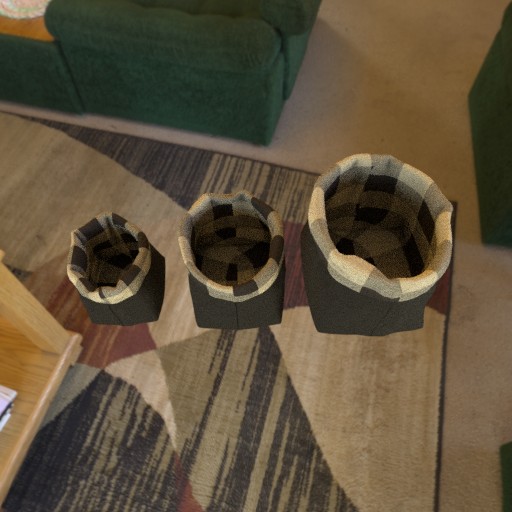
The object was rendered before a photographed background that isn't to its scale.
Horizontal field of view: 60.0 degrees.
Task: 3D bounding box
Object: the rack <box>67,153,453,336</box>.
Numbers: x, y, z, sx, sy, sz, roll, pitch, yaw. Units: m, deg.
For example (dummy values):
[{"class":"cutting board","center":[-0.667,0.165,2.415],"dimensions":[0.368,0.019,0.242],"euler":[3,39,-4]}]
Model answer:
[{"class":"rack","center":[0.000,0.000,1.077],"dimensions":[0.889,0.329,0.370],"euler":[-2,58,-2]}]
